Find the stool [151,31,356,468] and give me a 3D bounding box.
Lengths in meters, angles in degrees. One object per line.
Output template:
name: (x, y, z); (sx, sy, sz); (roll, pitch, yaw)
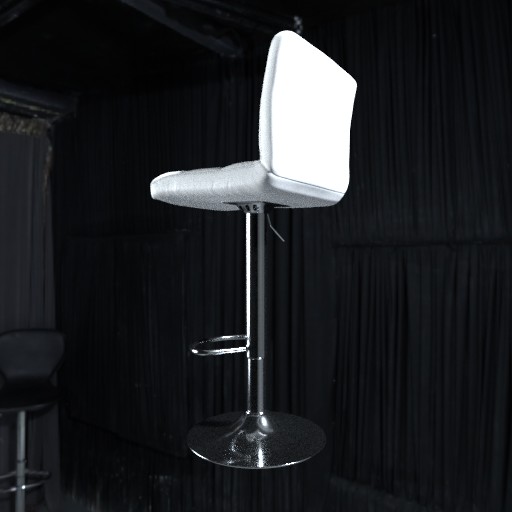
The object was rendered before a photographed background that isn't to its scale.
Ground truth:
stool: (0.000, 0.000, 1.367); (0.505, 1.115, 0.430); (0, 0, 36)
